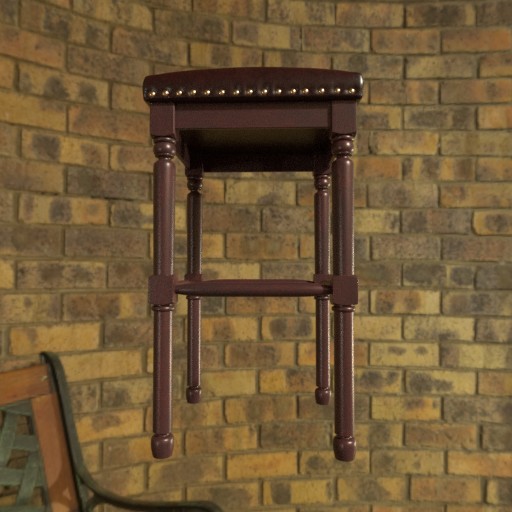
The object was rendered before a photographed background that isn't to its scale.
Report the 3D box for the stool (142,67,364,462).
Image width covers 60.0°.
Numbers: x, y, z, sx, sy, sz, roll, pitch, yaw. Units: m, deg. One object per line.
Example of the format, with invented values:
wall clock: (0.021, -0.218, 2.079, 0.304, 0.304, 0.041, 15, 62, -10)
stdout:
stool: (0.000, 0.000, 0.933, 0.383, 0.702, 0.382, 0, -2, 2)
